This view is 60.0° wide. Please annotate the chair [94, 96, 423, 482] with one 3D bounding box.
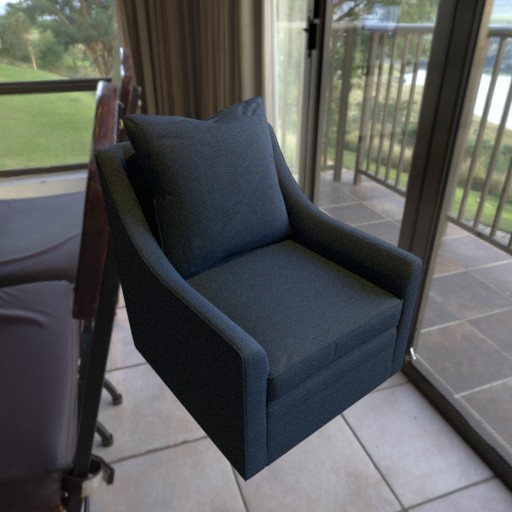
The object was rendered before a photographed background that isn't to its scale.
[{"bbox_3d":[0.000,0.000,1.571,0.750,0.939,0.870,-21,35,-33],"label":"chair"}]
